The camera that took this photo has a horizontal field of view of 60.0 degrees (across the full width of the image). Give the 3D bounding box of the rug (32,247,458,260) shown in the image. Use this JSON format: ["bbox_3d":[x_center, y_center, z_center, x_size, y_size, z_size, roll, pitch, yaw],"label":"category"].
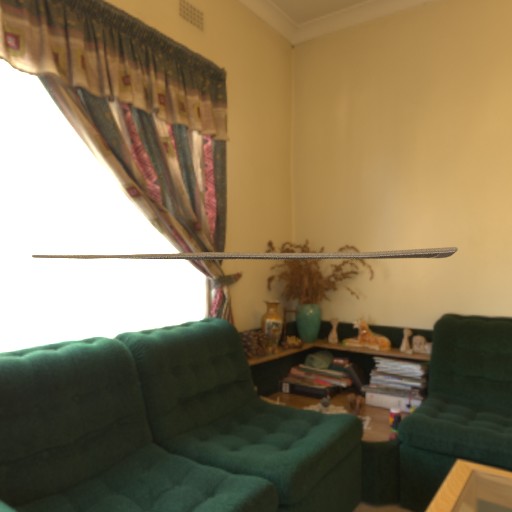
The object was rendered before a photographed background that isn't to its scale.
[{"bbox_3d":[0.000,0.000,3.104,2.430,0.053,1.553,0,-1,19],"label":"rug"}]
